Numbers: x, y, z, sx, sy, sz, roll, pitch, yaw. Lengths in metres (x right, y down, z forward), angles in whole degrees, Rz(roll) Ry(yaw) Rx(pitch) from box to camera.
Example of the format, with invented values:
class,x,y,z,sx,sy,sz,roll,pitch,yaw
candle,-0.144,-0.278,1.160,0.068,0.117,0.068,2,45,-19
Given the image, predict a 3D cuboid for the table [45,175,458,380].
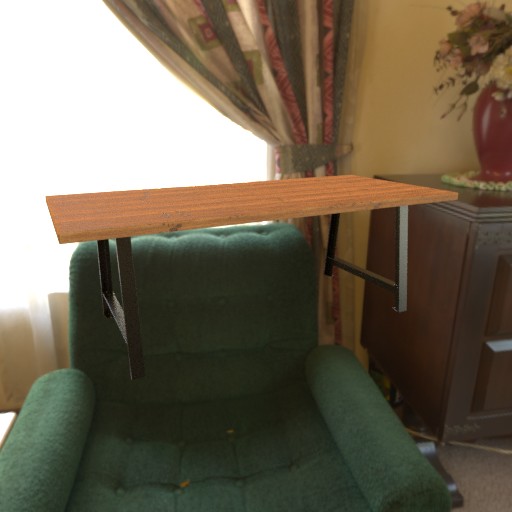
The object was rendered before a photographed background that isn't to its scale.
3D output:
class,x,y,z,sx,sy,sz,roll,pitch,yaw
table,0.000,0.000,2.697,2.200,0.757,1.000,-9,19,-26
